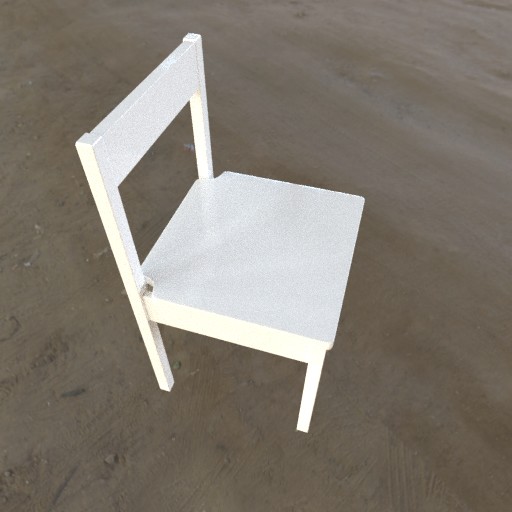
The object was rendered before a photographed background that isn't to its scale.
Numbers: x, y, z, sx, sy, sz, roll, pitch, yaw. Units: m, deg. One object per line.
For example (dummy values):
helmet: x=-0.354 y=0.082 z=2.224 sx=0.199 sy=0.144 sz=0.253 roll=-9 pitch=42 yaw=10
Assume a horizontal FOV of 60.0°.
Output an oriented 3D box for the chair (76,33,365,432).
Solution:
chair: x=0.000 y=0.000 z=0.869 sx=0.361 sy=0.668 sz=0.367 roll=13 pitch=49 yaw=11
